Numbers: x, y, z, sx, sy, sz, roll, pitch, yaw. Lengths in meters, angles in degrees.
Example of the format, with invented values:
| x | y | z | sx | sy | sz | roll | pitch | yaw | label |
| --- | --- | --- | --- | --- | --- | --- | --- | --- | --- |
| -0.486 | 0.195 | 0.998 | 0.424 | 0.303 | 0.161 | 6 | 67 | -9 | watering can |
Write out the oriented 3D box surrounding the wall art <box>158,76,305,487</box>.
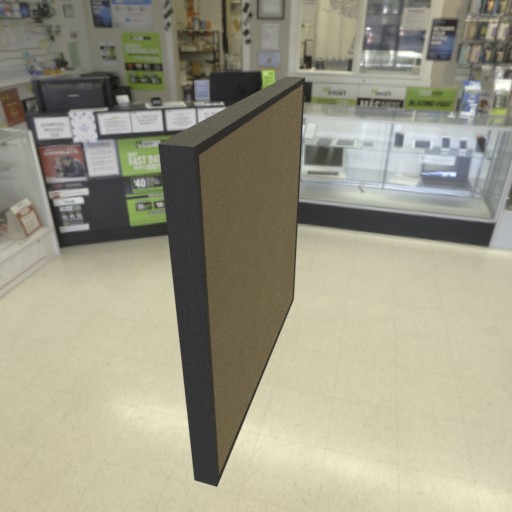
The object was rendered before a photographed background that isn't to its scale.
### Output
| x | y | z | sx | sy | sz | roll | pitch | yaw | label |
| --- | --- | --- | --- | --- | --- | --- | --- | --- | --- |
| 0.000 | 0.000 | 0.751 | 0.037 | 0.507 | 0.509 | 9 | 30 | 15 | wall art |
